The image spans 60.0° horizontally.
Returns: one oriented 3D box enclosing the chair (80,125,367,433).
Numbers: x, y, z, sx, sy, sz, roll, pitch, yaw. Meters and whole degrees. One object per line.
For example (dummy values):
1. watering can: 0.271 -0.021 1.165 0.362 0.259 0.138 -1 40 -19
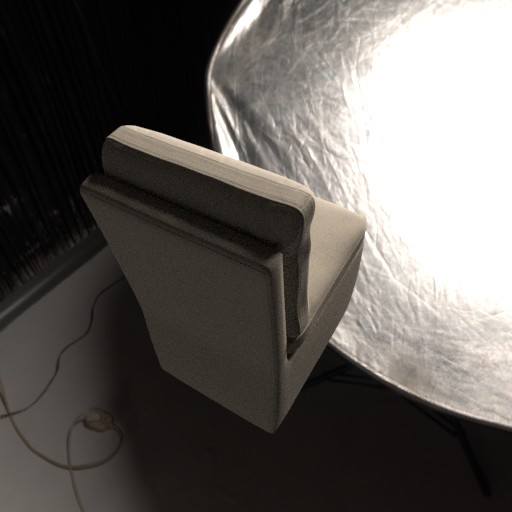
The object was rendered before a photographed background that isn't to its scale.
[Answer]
1. chair: 0.000 0.000 1.342 0.503 0.927 0.698 24 51 21
